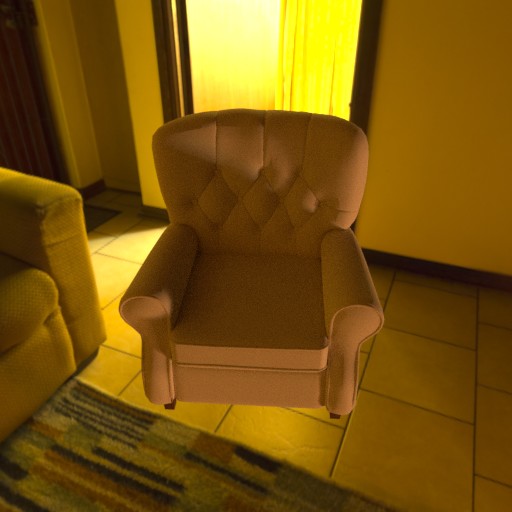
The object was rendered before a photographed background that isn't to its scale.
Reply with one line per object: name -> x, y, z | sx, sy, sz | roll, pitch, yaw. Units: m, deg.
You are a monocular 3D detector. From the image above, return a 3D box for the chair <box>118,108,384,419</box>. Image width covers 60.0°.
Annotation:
chair -> 0.000, 0.000, 2.111 | 1.035, 1.169, 1.132 | 2, 31, 3
